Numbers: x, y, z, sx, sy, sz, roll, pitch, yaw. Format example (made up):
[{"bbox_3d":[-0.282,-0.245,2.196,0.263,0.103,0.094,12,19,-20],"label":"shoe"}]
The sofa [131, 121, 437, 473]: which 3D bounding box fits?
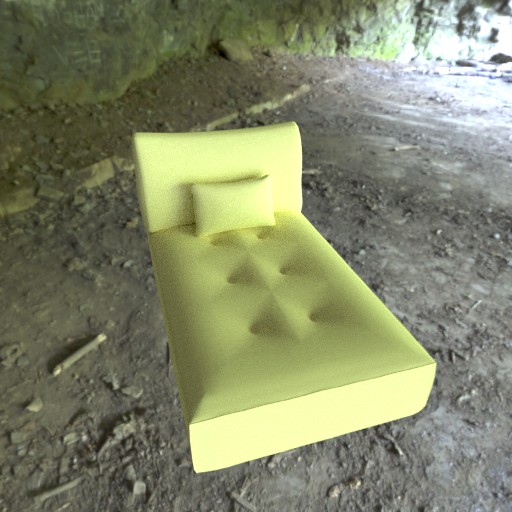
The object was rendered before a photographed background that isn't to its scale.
[{"bbox_3d":[0.000,0.000,2.009,0.930,0.820,1.450,-9,32,-15],"label":"sofa"}]
